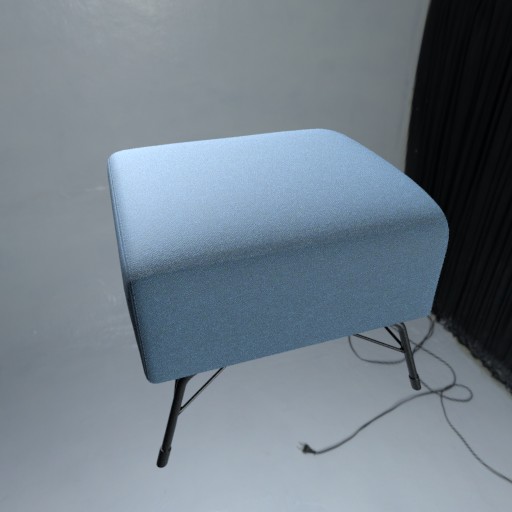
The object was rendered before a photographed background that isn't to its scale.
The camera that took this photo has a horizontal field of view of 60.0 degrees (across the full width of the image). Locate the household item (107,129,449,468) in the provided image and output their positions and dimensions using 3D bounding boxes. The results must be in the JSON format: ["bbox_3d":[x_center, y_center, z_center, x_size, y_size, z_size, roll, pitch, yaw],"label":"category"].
[{"bbox_3d":[0.000,0.000,0.912,0.530,0.420,0.530,-11,35,-15],"label":"household item"}]
